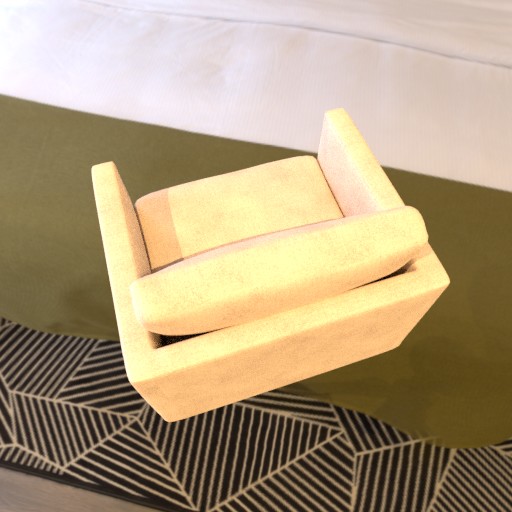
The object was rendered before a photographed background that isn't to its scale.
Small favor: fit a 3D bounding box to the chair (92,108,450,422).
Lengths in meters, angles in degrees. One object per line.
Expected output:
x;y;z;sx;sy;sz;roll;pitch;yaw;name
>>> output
0.000;0.000;1.880;1.133;0.961;0.959;-16;61;-9;chair
